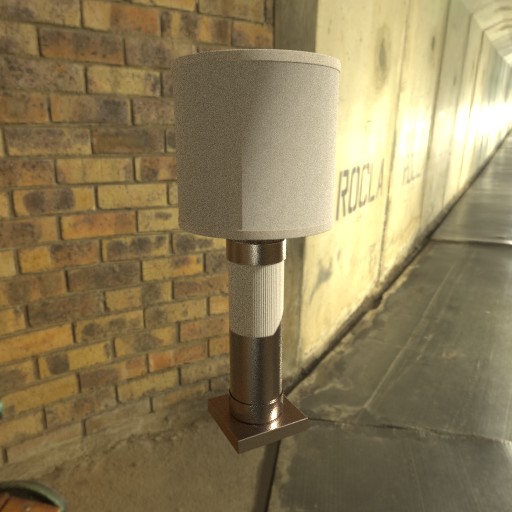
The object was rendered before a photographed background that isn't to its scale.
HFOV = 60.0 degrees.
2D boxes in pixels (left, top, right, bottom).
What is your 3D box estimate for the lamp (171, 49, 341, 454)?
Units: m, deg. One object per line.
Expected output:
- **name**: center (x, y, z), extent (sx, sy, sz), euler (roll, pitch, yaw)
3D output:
- **lamp**: center (0.000, 0.000, 0.598), extent (0.202, 0.509, 0.202), euler (-8, 17, -26)
